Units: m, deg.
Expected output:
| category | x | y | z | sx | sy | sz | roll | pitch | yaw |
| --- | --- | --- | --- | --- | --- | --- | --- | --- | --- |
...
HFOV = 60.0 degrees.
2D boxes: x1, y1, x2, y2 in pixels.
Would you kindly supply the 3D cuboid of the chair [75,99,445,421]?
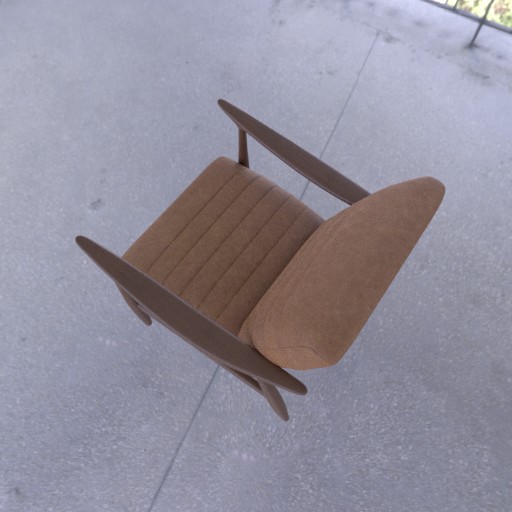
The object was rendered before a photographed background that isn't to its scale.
| category | x | y | z | sx | sy | sz | roll | pitch | yaw |
| --- | --- | --- | --- | --- | --- | --- | --- | --- | --- |
| chair | 0.000 | 0.000 | 1.456 | 0.798 | 0.832 | 0.741 | 33 | 68 | 15 |
